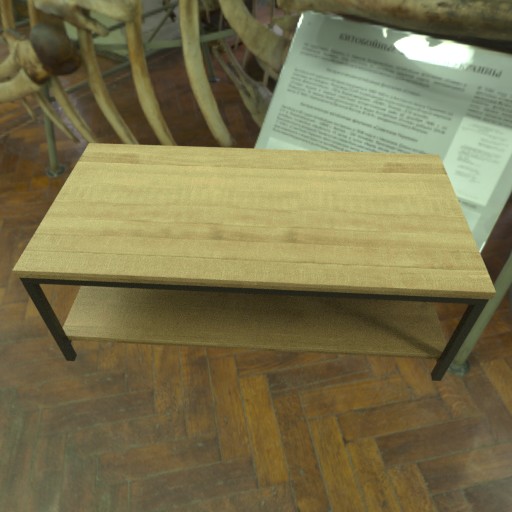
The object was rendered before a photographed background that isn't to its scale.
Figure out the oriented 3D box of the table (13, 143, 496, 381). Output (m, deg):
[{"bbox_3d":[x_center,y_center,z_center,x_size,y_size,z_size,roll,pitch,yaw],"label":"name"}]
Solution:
[{"bbox_3d":[0.000,0.000,1.339,1.100,0.399,0.551,2,46,2],"label":"table"}]
